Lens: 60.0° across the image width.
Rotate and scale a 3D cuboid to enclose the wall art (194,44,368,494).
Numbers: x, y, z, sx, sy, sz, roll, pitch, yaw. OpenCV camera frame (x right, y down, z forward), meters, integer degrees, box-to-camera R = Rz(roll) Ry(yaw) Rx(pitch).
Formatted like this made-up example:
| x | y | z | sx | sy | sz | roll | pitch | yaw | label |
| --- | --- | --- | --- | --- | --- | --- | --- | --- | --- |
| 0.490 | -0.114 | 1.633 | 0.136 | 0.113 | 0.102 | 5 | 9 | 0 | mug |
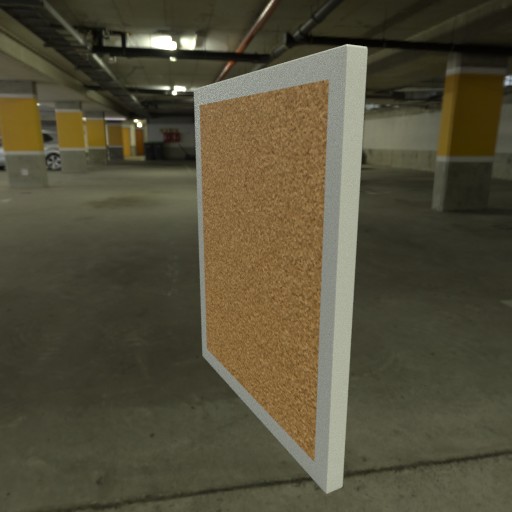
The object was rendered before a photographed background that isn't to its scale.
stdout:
| x | y | z | sx | sy | sz | roll | pitch | yaw | label |
| --- | --- | --- | --- | --- | --- | --- | --- | --- | --- |
| 0.000 | 0.000 | 0.725 | 0.028 | 0.556 | 0.454 | -8 | 16 | -27 | wall art |
